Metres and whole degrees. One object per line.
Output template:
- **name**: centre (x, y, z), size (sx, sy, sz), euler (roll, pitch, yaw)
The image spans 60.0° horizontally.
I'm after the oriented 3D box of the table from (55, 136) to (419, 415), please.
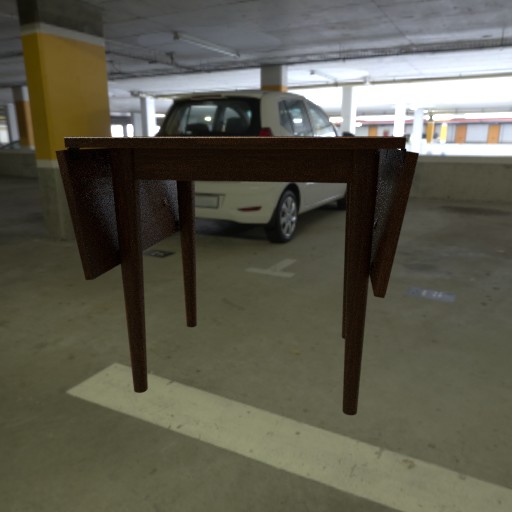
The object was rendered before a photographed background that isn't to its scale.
- **table**: centre (0.000, 0.000, 1.472), size (0.843, 0.763, 0.812), euler (3, 15, 10)
